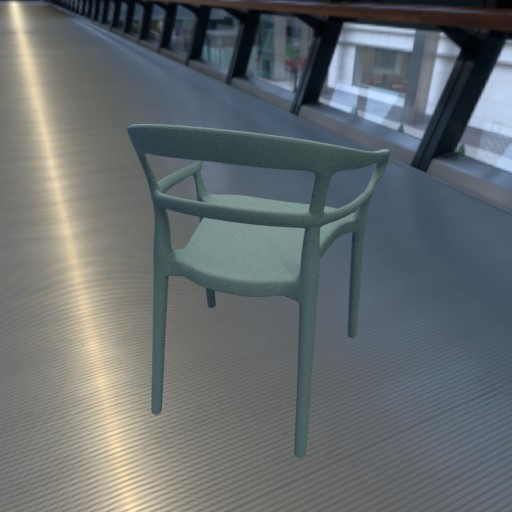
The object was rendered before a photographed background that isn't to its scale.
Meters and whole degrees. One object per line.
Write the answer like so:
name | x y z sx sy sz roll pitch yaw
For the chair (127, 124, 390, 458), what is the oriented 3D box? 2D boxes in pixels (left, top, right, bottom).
chair | 0.000 0.000 1.121 0.559 0.761 0.527 10 31 16
